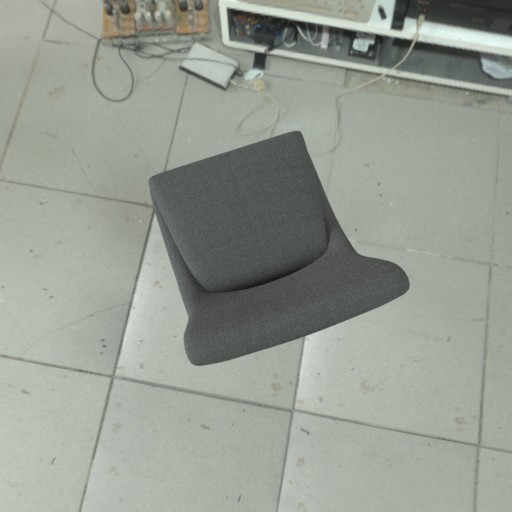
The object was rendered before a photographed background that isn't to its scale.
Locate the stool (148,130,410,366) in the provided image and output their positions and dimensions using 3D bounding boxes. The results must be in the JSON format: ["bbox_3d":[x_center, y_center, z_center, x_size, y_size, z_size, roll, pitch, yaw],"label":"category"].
[{"bbox_3d":[0.000,0.000,1.261,0.447,0.977,0.524,-19,78,-4],"label":"stool"}]
